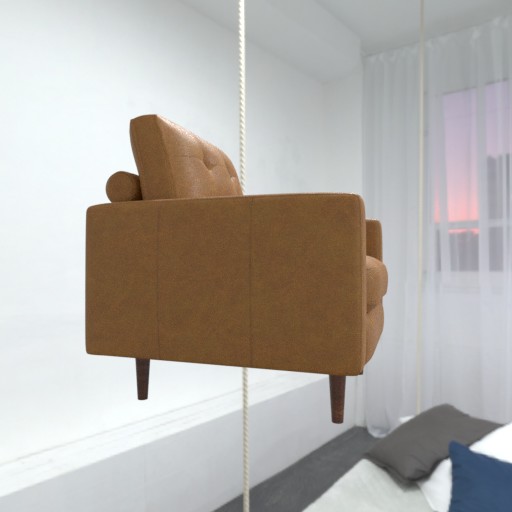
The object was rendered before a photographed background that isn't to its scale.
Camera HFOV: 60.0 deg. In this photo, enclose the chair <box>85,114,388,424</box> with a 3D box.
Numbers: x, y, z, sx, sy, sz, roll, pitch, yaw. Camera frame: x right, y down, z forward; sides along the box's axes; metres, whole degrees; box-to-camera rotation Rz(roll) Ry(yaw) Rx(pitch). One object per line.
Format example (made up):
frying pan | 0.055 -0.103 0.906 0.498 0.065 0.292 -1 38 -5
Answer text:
chair | 0.000 0.000 1.547 0.868 0.896 0.831 0 -1 19
